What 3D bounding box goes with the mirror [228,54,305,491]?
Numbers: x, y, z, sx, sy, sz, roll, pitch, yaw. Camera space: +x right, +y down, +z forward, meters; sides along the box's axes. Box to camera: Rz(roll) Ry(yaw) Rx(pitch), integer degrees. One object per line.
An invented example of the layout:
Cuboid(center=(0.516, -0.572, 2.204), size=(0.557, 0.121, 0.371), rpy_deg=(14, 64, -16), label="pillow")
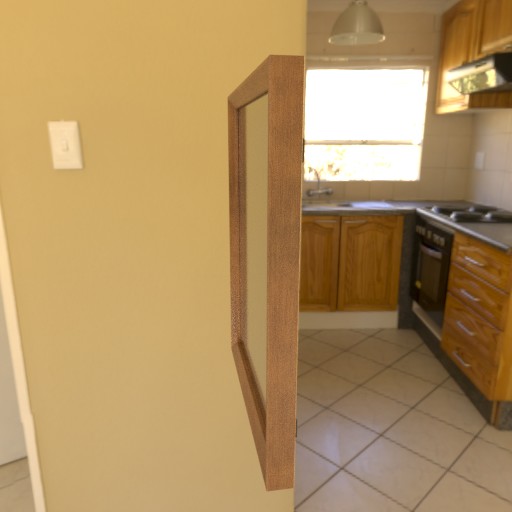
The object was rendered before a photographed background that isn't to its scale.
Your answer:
Cuboid(center=(0.000, 0.000, 0.692), size=(0.041, 0.509, 0.406), rpy_deg=(-2, 14, -9), label="mirror")
